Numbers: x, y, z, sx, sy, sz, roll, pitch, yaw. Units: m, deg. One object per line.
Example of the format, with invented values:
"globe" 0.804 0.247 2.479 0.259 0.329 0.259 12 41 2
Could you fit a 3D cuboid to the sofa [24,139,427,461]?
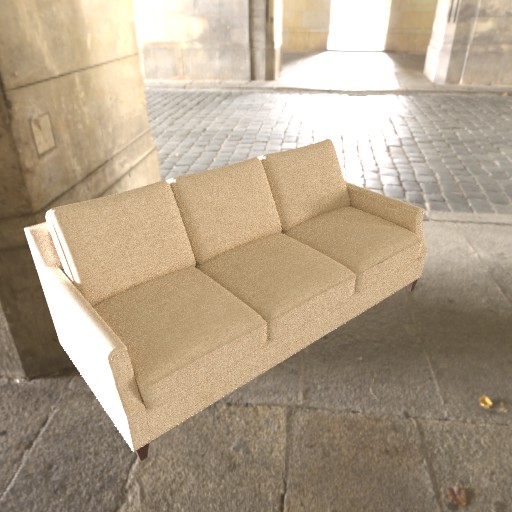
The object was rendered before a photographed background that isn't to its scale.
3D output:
"sofa" 0.000 0.000 2.681 2.210 0.940 1.041 -22 37 -34
